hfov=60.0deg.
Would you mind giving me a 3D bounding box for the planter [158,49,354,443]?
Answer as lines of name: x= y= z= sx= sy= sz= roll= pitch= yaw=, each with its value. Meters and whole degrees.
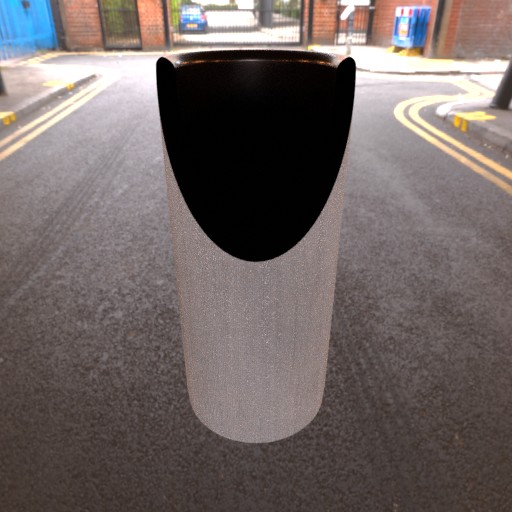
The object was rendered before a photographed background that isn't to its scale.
planter: x=0.000 y=0.000 z=0.125 sx=0.045 sy=0.103 sz=0.045 roll=19 pitch=34 yaw=31
